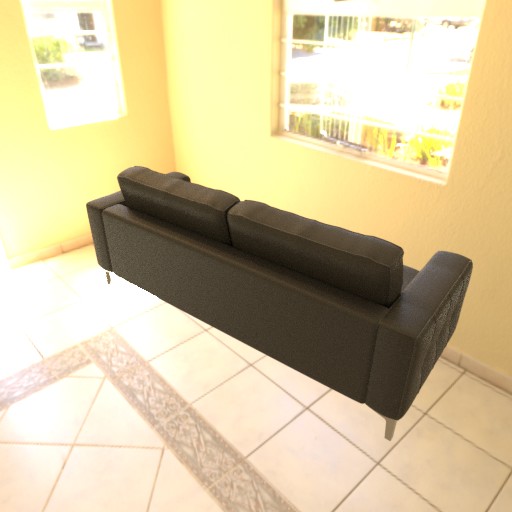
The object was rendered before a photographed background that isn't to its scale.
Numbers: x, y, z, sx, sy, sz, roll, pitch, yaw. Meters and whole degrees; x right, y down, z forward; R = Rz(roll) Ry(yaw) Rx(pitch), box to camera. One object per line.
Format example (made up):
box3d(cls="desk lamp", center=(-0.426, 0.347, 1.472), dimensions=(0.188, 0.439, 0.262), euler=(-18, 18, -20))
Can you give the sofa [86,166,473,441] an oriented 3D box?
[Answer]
box3d(cls="sofa", center=(0.000, 0.000, 2.709), dimensions=(2.275, 0.893, 0.833), euler=(21, 36, 32))
